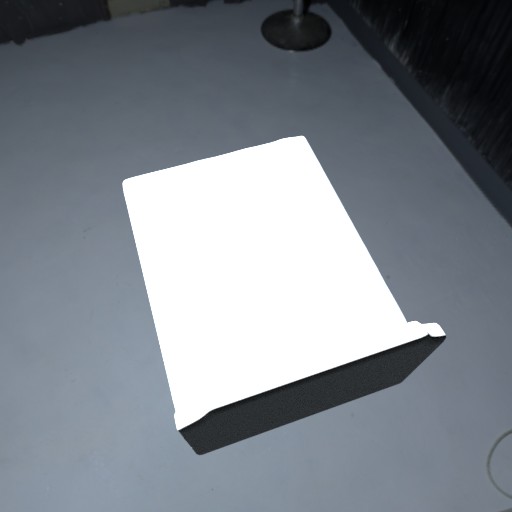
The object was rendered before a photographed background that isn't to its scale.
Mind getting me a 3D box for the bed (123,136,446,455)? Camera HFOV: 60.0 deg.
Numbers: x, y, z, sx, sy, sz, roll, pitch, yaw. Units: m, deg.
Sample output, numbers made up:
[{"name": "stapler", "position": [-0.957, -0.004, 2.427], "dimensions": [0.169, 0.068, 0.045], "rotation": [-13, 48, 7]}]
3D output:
[{"name": "bed", "position": [0.000, 0.000, 3.716], "dimensions": [1.977, 1.293, 2.498], "rotation": [-16, 60, -9]}]
